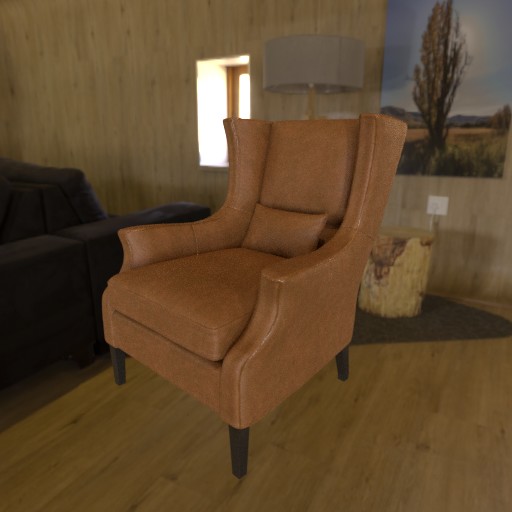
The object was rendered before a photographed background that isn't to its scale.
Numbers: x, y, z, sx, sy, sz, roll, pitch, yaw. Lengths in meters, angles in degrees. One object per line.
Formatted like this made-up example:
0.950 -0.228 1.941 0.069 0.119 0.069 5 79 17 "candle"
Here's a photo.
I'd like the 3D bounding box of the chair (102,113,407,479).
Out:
0.000 0.000 1.667 0.852 1.016 0.925 15 21 43 "chair"
